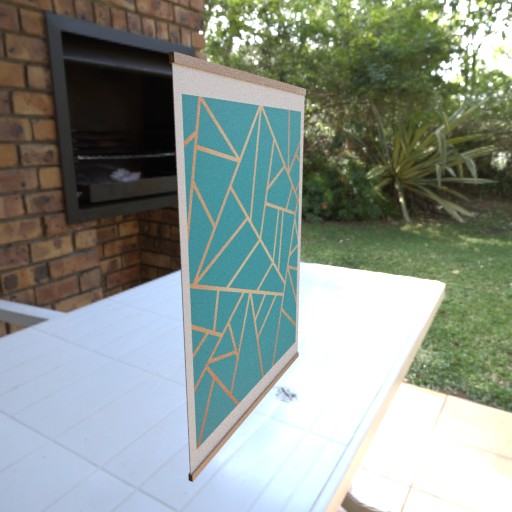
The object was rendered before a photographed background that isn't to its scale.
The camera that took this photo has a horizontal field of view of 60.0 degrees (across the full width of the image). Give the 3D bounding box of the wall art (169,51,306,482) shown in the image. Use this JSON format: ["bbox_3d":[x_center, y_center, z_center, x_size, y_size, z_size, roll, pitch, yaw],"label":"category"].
[{"bbox_3d":[0.000,0.000,1.337,0.013,1.016,0.758,7,16,25],"label":"wall art"}]
